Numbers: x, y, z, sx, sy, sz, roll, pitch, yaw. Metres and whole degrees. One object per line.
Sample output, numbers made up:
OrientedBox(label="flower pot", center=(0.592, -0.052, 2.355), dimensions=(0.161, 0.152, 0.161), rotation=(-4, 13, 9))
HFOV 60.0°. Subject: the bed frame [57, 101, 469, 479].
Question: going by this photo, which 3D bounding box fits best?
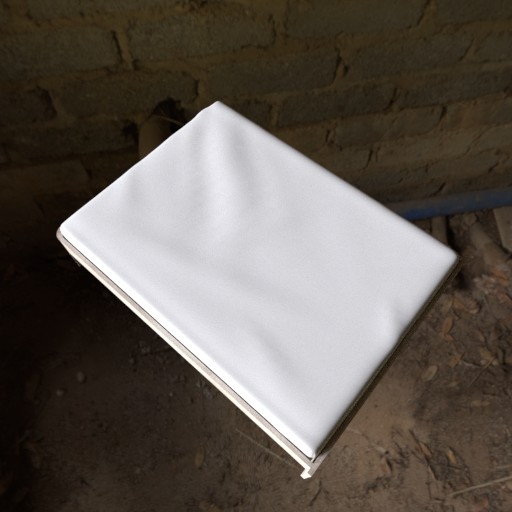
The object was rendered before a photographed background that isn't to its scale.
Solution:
OrientedBox(label="bed frame", center=(0.000, 0.000, 2.687), dimensions=(1.950, 0.462, 1.490), rotation=(37, 68, 18))
